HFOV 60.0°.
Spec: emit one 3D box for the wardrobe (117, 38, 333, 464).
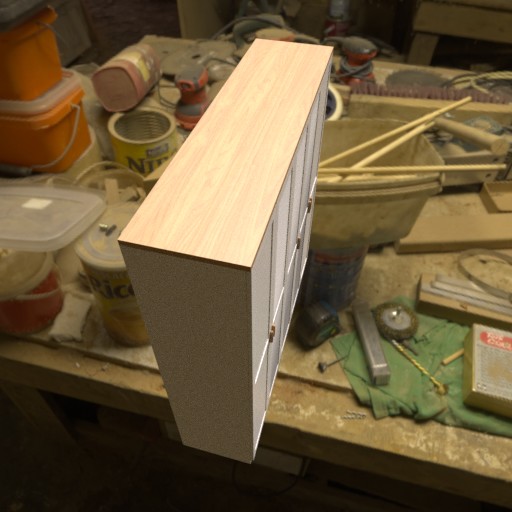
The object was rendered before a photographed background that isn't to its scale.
[{"bbox_3d":[0.000,0.000,3.301,0.590,2.260,2.160,11,48,10],"label":"wardrobe"}]
